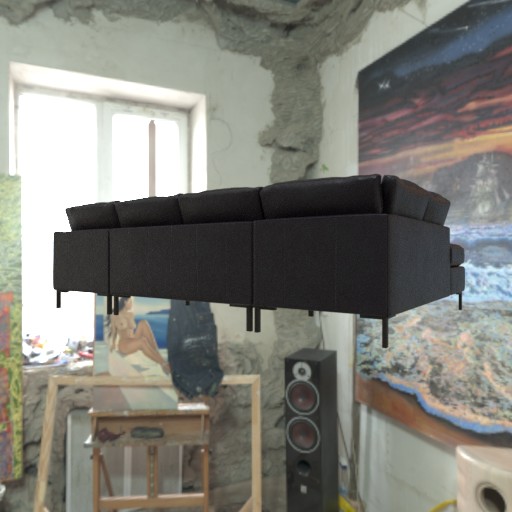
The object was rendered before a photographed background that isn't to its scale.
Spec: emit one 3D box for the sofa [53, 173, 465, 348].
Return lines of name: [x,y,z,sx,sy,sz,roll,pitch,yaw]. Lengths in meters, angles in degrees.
sofa: [0.000,0.000,3.769,2.956,0.900,1.939,0,0,35]
